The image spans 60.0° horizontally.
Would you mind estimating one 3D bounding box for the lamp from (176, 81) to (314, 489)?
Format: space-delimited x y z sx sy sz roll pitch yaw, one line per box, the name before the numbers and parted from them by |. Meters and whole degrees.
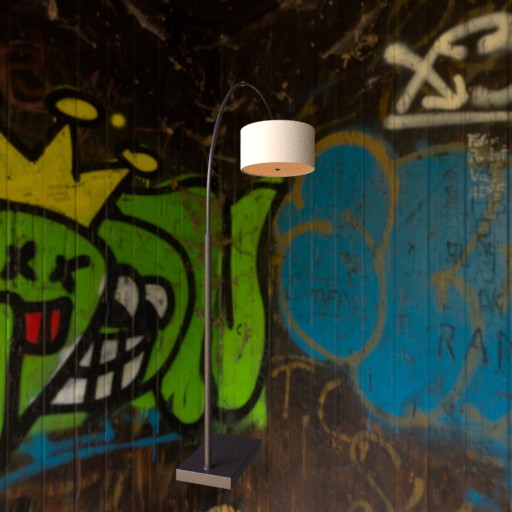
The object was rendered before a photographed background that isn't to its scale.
lamp | 0.000 0.000 2.538 0.493 1.927 1.424 0 0 18
